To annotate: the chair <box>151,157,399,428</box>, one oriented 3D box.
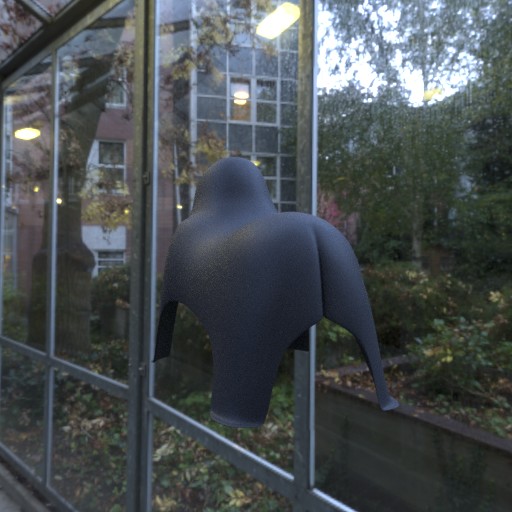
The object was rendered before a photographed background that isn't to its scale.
[{"bbox_3d":[0.000,0.000,1.154,0.490,0.600,0.758,0,-1,-19],"label":"chair"}]
